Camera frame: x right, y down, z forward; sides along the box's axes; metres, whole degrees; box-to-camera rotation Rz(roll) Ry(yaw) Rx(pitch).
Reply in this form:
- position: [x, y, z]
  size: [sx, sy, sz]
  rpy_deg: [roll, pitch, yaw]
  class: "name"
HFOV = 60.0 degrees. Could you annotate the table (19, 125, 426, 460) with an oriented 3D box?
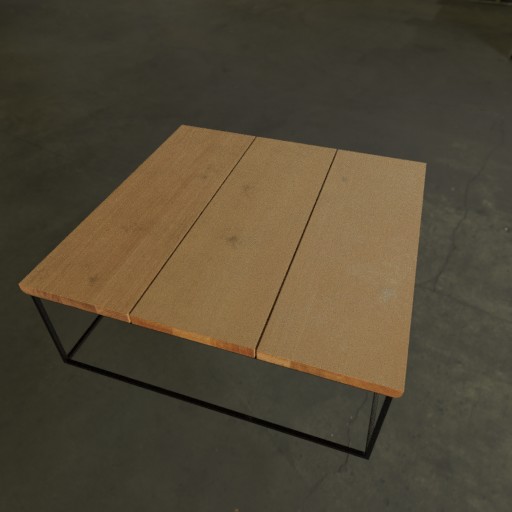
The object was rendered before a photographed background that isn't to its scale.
- position: [0.000, 0.000, 1.689]
  size: [1.100, 0.400, 1.100]
  rpy_deg: [13, 43, 14]
  class: "table"
